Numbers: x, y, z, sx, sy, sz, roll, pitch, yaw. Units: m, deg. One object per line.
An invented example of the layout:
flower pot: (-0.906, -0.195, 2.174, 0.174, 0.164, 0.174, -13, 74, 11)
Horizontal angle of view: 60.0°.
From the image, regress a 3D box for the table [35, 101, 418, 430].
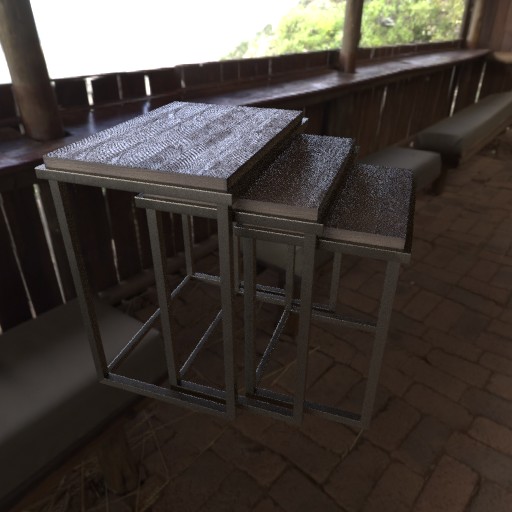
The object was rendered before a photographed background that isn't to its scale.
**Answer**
table: (0.000, 0.000, 1.122, 0.706, 0.610, 0.559, 10, 32, 16)
